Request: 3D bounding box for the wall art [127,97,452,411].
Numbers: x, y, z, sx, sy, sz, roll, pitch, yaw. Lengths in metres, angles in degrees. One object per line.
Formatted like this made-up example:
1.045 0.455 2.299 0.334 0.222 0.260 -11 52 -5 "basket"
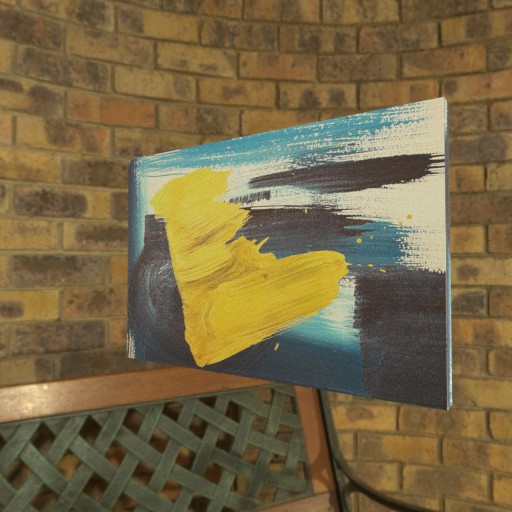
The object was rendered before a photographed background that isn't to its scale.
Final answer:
0.000 0.000 0.753 0.609 0.406 0.033 -1 -2 33 "wall art"
